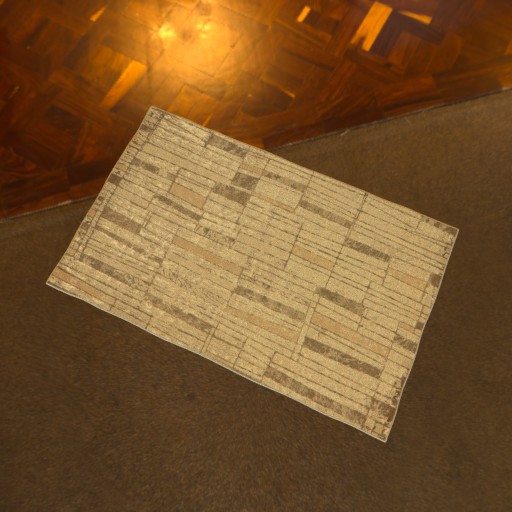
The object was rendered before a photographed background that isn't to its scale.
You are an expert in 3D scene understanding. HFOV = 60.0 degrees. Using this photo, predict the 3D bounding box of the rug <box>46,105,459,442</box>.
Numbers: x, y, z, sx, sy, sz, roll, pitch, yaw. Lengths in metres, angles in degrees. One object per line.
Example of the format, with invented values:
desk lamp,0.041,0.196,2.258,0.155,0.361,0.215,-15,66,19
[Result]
rug,0.000,0.000,3.057,2.444,0.023,1.531,23,75,6
